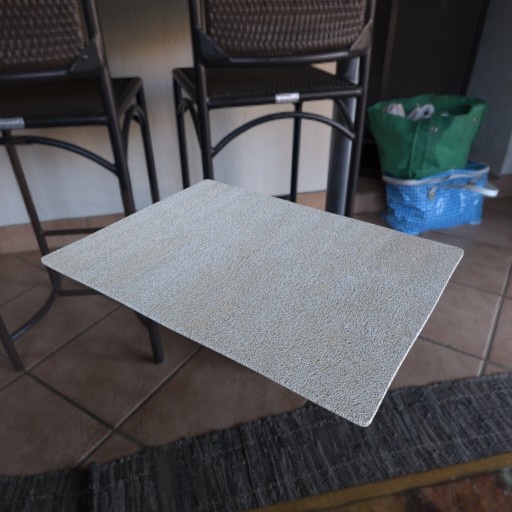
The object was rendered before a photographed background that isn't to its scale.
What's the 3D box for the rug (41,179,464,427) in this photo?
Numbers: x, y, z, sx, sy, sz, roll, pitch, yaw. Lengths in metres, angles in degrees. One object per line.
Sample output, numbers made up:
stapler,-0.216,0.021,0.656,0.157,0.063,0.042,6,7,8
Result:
rug,0.000,0.000,2.079,1.600,0.025,1.199,20,37,29
